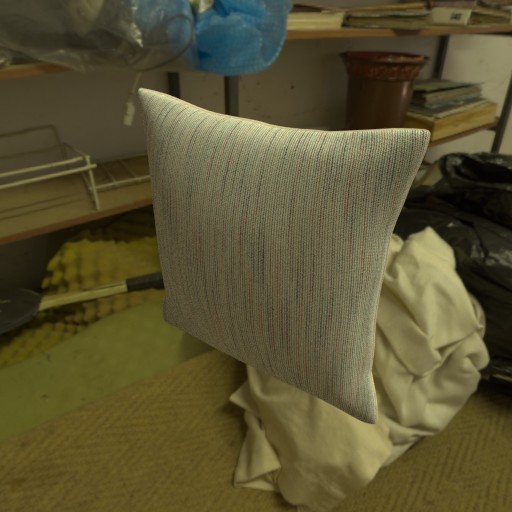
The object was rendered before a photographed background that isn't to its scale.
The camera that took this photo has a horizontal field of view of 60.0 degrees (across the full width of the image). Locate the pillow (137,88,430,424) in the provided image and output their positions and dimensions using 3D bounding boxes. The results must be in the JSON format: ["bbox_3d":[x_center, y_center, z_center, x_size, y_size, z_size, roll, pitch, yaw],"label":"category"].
[{"bbox_3d":[0.000,0.000,0.772,0.512,0.506,0.178,19,35,30],"label":"pillow"}]
